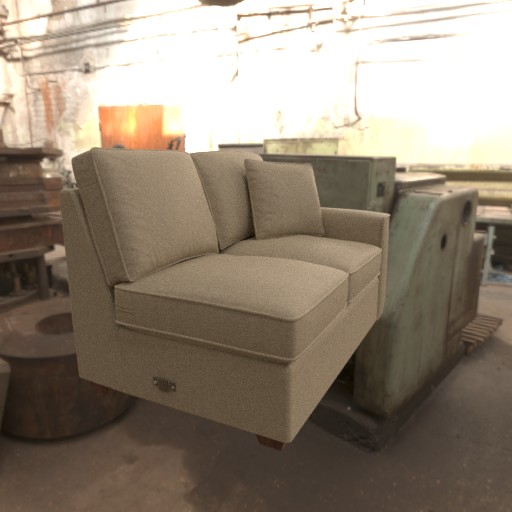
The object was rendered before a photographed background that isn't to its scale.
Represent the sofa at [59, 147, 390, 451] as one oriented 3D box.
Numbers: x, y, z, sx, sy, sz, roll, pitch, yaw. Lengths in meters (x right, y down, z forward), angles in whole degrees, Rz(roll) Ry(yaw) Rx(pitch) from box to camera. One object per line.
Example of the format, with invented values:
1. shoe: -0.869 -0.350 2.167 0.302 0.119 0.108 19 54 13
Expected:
1. sofa: 0.000 0.000 2.096 0.991 0.989 1.388 7 15 27
